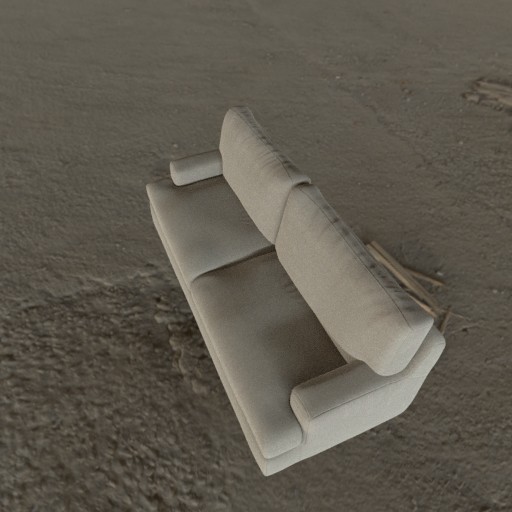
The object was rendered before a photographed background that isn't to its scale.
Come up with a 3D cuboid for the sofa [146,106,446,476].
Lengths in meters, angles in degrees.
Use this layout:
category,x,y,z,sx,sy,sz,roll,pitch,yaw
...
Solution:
category,x,y,z,sx,sy,sz,roll,pitch,yaw
sofa,0.000,0.000,2.927,0.962,0.980,2.354,-18,49,-16
